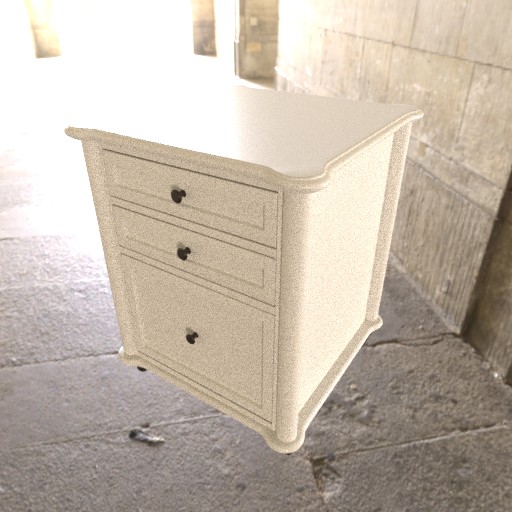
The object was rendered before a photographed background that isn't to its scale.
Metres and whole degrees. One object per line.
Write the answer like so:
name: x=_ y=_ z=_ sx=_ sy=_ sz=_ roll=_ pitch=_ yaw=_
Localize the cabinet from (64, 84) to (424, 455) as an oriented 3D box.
cabinet: x=0.000 y=0.000 z=1.221 sx=0.628 sy=0.761 sz=0.627 roll=19 pitch=35 yaw=28
